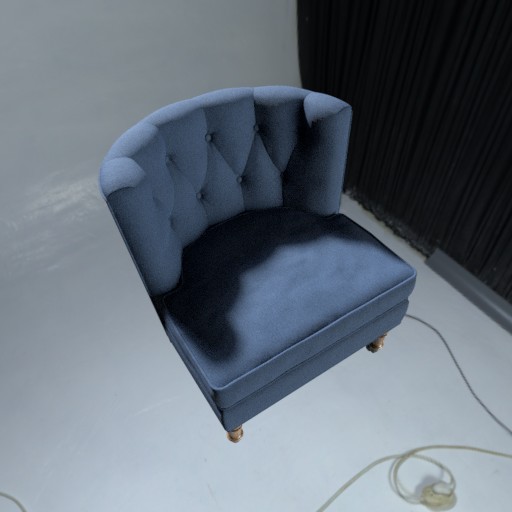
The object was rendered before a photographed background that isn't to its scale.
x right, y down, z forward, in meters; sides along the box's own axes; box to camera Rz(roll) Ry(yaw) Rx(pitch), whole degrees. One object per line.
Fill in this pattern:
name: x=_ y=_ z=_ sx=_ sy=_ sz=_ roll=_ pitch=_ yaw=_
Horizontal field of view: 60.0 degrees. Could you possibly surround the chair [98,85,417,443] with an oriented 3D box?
chair: x=0.000 y=0.000 z=1.367 sx=0.740 sy=0.771 sz=0.718 roll=-26 pitch=52 yaw=-22
